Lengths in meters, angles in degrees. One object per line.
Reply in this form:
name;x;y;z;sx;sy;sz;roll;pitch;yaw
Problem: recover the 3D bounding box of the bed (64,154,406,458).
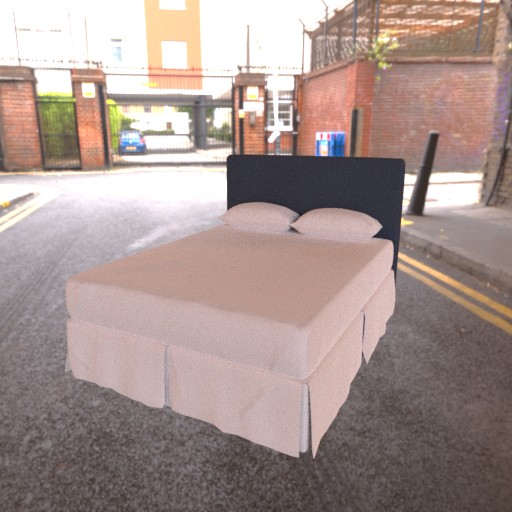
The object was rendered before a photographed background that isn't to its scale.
bed;0.000;0.000;3.197;1.713;1.330;2.162;8;17;27
